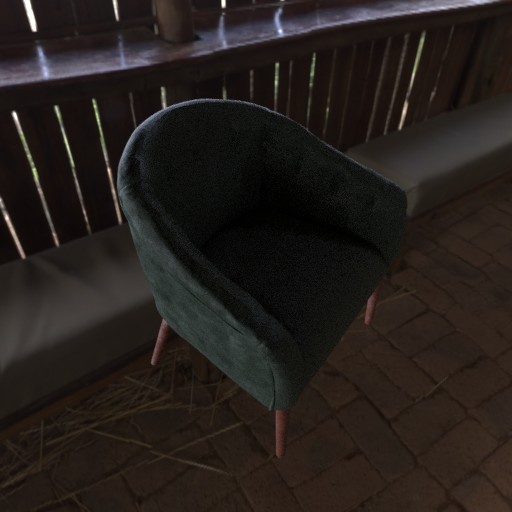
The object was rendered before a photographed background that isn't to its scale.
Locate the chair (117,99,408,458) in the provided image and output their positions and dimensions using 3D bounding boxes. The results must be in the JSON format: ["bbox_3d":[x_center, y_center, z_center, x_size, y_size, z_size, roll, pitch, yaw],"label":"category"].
[{"bbox_3d":[0.000,0.000,1.525,0.776,0.885,0.851,24,46,26],"label":"chair"}]
